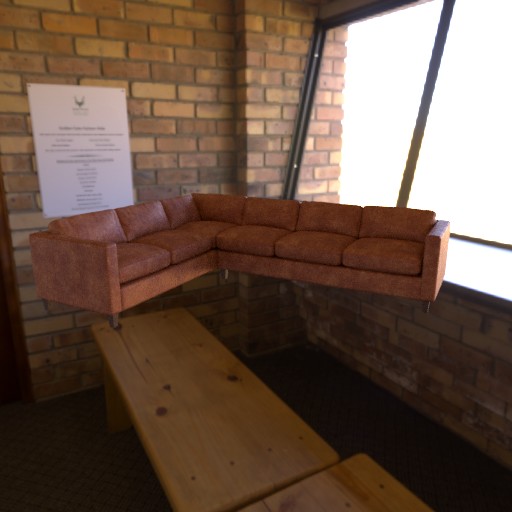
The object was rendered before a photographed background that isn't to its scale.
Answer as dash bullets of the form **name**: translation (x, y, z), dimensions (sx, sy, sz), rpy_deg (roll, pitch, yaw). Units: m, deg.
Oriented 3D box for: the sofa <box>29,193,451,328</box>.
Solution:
- **sofa**: translation (0.000, 0.000, 4.196), dimensions (3.150, 0.838, 2.438), rpy_deg (8, 17, 27)
